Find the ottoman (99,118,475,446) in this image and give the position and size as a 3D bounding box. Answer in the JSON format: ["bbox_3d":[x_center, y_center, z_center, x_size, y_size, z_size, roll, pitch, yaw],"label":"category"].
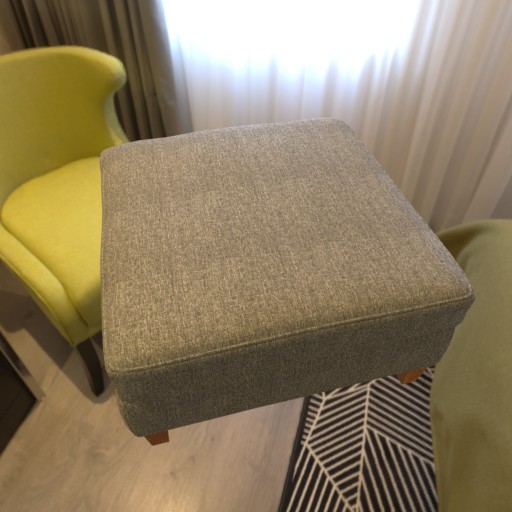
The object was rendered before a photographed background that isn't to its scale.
[{"bbox_3d":[0.000,0.000,1.318,0.838,0.481,0.838,-10,47,-10],"label":"ottoman"}]
